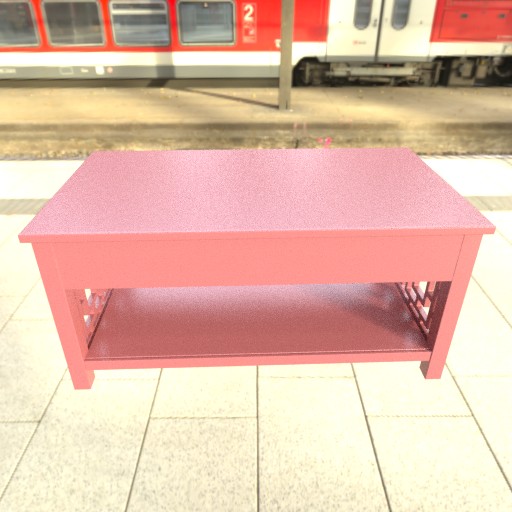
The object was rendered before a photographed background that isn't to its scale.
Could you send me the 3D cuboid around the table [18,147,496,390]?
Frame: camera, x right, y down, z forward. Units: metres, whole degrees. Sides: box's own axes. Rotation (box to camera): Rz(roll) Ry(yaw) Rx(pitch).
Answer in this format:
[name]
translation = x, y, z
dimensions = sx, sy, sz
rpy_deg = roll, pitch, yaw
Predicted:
[table]
translation = 0.000, 0.000, 1.375
dimensions = 1.068, 0.493, 0.612
rpy_deg = -1, 31, -2
